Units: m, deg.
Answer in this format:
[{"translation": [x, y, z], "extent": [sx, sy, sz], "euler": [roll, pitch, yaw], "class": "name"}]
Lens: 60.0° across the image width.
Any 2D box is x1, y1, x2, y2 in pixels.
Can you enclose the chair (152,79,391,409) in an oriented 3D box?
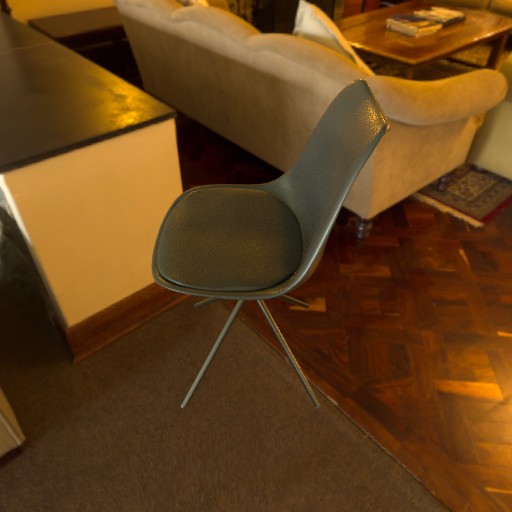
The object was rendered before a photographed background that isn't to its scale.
[{"translation": [0.000, 0.000, 1.188], "extent": [0.525, 0.850, 0.461], "euler": [0, 41, 0], "class": "chair"}]
